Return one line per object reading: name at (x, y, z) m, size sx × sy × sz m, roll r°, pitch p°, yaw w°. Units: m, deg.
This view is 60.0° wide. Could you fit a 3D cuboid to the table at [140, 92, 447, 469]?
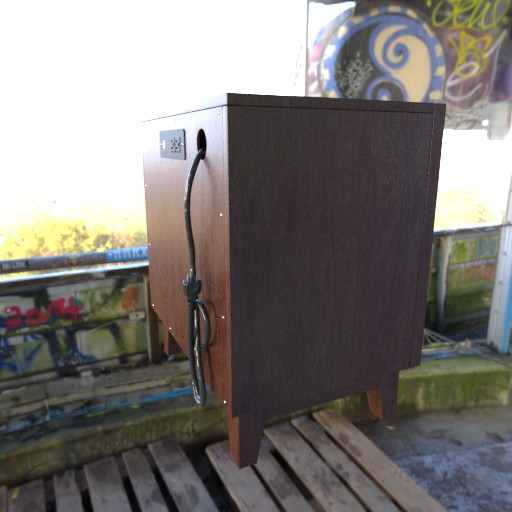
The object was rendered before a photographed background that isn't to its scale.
table at (0.000, 0.000, 0.973) m, size 0.449 × 0.609 × 0.557 m, roll -7°, pitch 16°, yaw -25°
